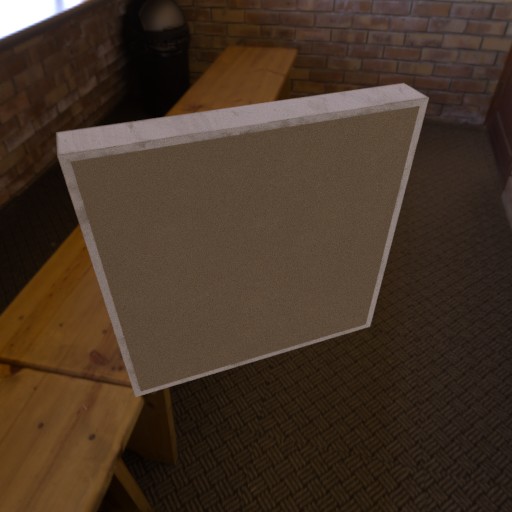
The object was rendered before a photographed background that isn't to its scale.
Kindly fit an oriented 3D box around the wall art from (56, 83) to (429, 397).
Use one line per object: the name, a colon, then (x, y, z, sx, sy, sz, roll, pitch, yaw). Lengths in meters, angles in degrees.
wall art: (0.000, 0.000, 0.457, 0.305, 0.303, 0.038, -13, 43, -15)
